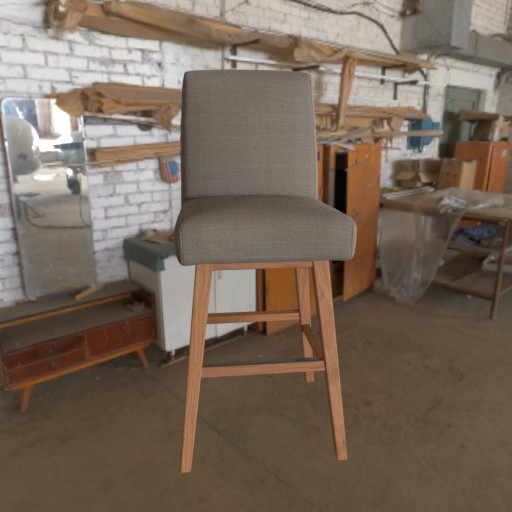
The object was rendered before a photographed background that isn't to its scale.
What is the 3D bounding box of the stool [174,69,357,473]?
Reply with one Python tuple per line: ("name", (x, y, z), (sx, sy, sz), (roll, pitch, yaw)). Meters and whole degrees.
("stool", (0.000, 0.000, 1.348), (0.483, 1.112, 0.570), (-2, 16, -6))
